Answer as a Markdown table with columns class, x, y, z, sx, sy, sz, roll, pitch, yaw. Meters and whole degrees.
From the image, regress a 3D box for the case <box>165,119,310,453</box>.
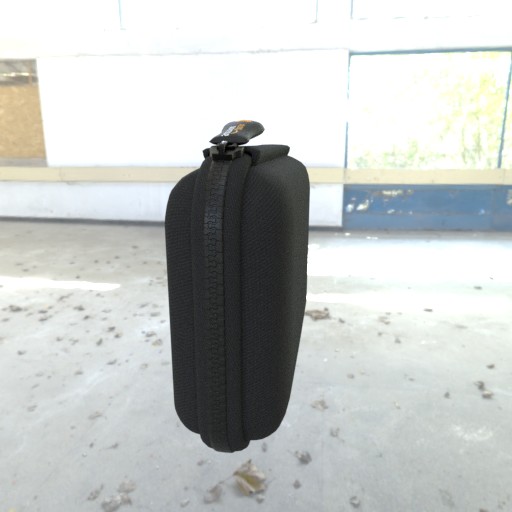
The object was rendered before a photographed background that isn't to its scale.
| class | x | y | z | sx | sy | sz | roll | pitch | yaw |
| --- | --- | --- | --- | --- | --- | --- | --- | --- | --- |
| case | 0.000 | 0.000 | 0.181 | 0.038 | 0.105 | 0.132 | 2 | 15 | 9 |
